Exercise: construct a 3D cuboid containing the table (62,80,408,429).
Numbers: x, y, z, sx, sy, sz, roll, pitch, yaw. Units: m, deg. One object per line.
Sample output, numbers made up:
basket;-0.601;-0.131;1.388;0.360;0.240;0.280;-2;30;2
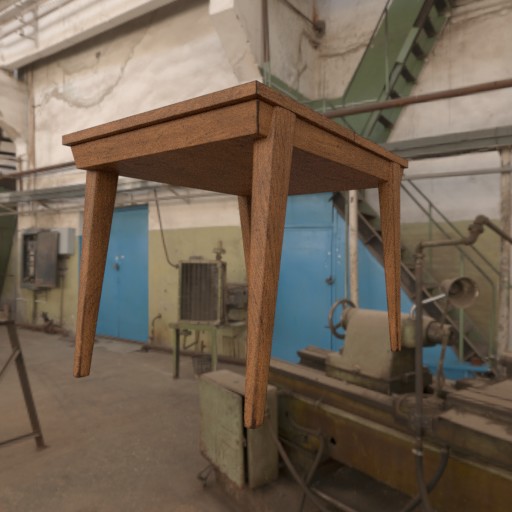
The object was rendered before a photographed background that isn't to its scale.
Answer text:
table;0.000;0.000;1.585;0.757;0.760;1.027;0;0;36
